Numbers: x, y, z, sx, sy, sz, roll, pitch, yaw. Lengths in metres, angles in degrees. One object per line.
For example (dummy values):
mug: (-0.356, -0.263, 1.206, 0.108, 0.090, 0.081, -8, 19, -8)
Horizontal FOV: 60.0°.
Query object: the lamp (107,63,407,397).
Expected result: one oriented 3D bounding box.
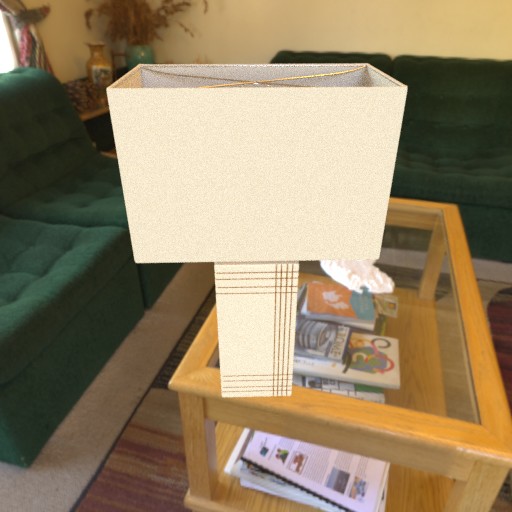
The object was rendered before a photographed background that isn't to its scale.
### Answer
lamp: (0.000, 0.000, 0.705, 0.334, 0.543, 0.182, -1, 31, -1)
